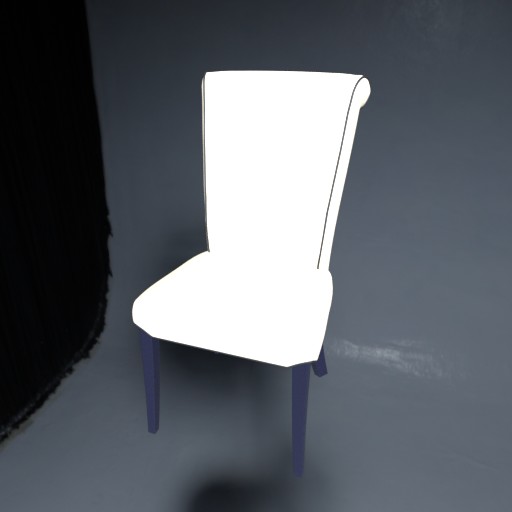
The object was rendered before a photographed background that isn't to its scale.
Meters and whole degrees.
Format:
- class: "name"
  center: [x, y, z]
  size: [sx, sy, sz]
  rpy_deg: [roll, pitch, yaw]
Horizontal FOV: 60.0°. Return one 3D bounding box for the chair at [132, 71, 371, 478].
- class: "chair"
  center: [0.000, 0.000, 1.334]
  size: [0.522, 0.997, 0.623]
  rpy_deg: [9, 27, 17]
